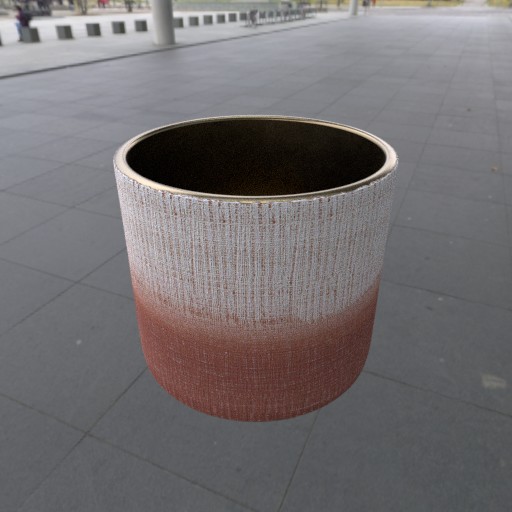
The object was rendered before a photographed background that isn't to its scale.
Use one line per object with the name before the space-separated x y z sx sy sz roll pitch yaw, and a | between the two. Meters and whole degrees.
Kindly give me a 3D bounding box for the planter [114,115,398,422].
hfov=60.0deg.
planter | 0.000 0.000 0.399 0.221 0.201 0.221 0 30 0
